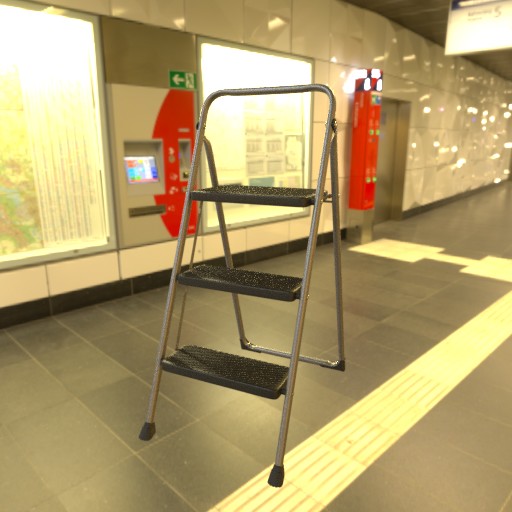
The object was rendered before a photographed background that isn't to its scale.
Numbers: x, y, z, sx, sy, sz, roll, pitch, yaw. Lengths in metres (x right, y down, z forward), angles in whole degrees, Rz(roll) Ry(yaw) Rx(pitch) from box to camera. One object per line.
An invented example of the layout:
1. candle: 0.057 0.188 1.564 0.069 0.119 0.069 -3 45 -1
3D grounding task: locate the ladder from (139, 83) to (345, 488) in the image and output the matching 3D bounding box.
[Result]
1. ladder: 0.000 0.000 1.292 0.430 0.945 0.629 7 16 25
